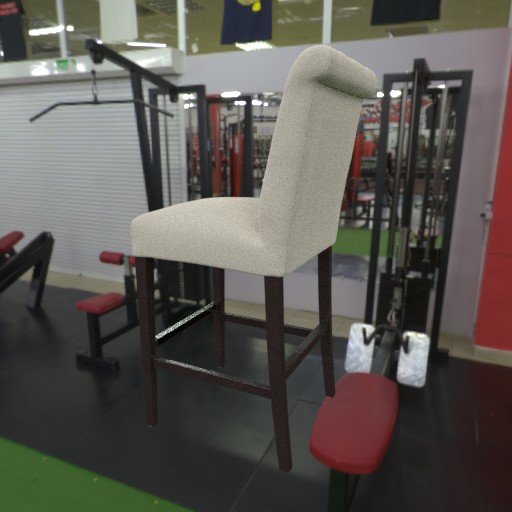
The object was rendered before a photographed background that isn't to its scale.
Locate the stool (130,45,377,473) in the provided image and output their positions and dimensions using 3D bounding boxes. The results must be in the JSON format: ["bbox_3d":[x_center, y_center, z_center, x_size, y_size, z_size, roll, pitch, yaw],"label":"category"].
[{"bbox_3d":[0.000,0.000,1.398,0.610,1.118,0.482,7,16,26],"label":"stool"}]
